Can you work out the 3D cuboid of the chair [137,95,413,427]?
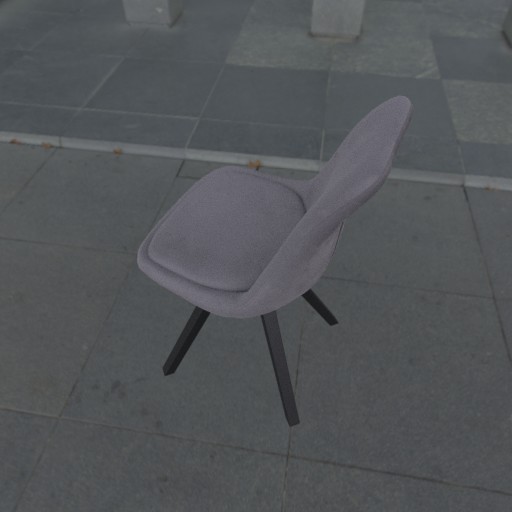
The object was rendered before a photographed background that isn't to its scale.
[{"bbox_3d":[0.000,0.000,1.139,0.550,0.850,0.485,18,50,16],"label":"chair"}]
